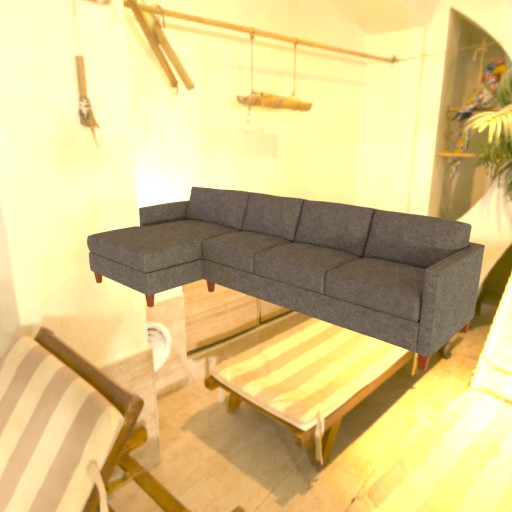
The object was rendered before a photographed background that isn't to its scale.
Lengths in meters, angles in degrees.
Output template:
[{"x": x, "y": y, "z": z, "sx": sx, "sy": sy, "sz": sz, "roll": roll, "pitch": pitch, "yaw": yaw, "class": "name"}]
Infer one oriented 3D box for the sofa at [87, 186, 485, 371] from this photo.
[{"x": 0.000, "y": 0.000, "z": 4.111, "sx": 3.471, "sy": 0.954, "sz": 1.606, "roll": 15, "pitch": 22, "yaw": 41, "class": "sofa"}]
